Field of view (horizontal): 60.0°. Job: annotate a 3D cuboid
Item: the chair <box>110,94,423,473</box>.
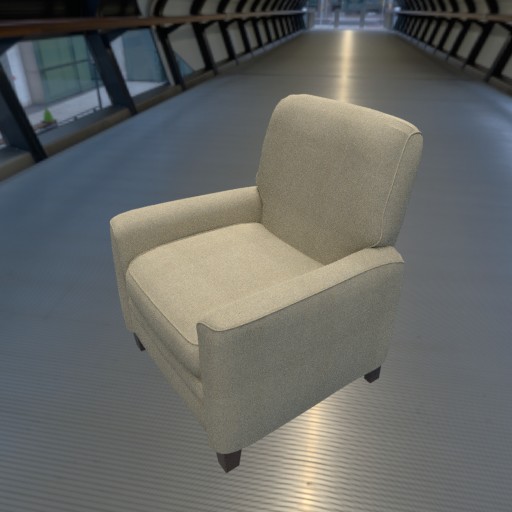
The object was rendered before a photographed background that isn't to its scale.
[{"bbox_3d":[0.000,0.000,1.616,0.853,1.006,0.850,-19,35,-30],"label":"chair"}]
